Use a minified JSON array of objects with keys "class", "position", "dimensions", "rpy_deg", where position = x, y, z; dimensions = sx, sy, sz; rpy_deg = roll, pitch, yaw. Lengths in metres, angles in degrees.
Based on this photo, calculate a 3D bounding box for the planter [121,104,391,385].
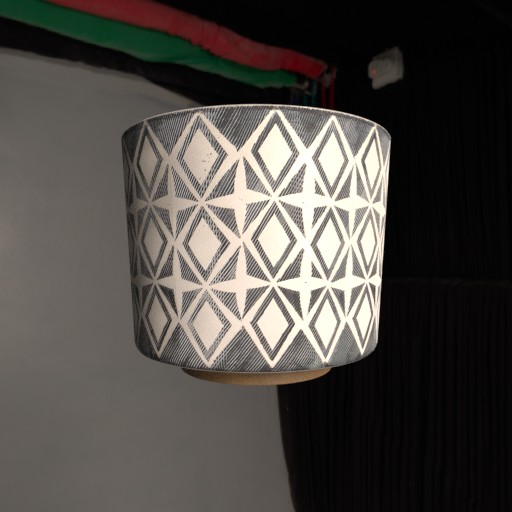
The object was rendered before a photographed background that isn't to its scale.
[{"class":"planter","position":[0.000,0.000,0.448],"dimensions":[0.260,0.220,0.260],"rpy_deg":[0,0,0]}]
